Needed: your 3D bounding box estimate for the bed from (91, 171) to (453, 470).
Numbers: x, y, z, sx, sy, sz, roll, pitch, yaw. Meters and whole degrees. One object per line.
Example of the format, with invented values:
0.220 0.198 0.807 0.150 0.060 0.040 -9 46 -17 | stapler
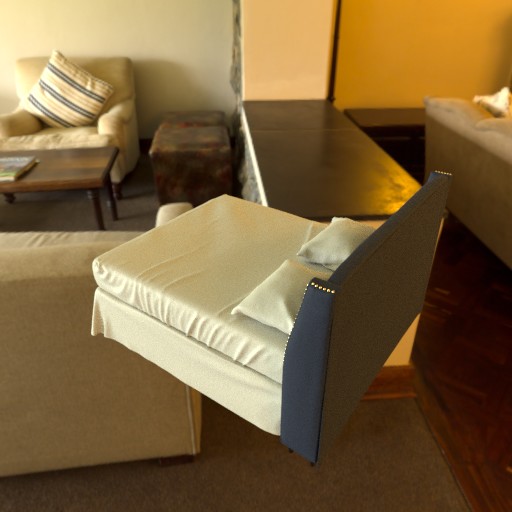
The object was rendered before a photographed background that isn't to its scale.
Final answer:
0.000 0.000 3.524 2.276 1.332 1.925 20 36 30 | bed
